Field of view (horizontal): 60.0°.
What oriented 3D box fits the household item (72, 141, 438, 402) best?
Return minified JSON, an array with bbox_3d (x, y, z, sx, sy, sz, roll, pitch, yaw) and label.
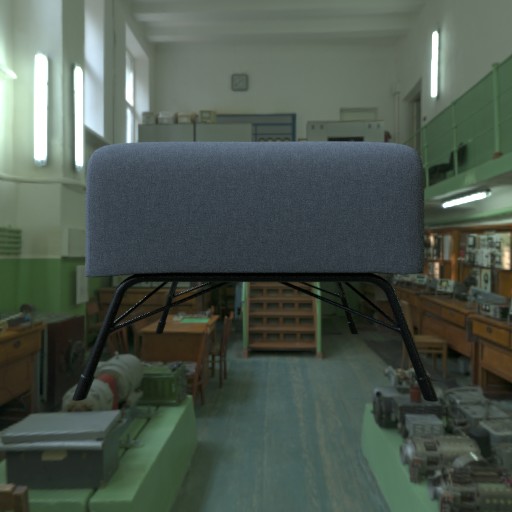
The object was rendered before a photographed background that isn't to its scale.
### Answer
[{"bbox_3d":[0.000,0.000,0.897,0.530,0.410,0.530,0,1,0],"label":"household item"}]
